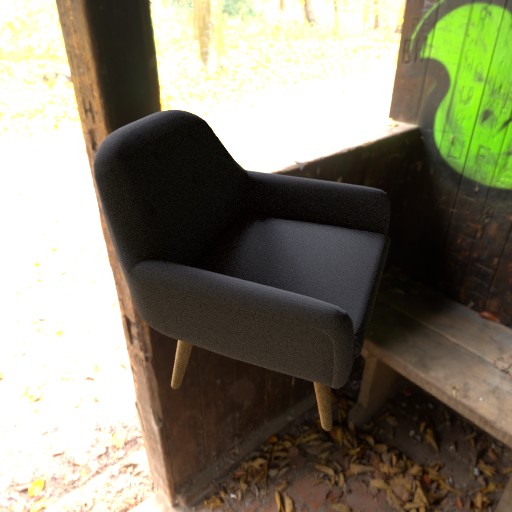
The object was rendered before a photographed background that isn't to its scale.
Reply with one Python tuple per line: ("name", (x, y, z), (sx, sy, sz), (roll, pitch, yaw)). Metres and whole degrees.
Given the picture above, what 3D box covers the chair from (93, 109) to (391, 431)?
("chair", (0.000, 0.000, 1.417), (0.779, 0.800, 0.770), (12, 33, 18))
